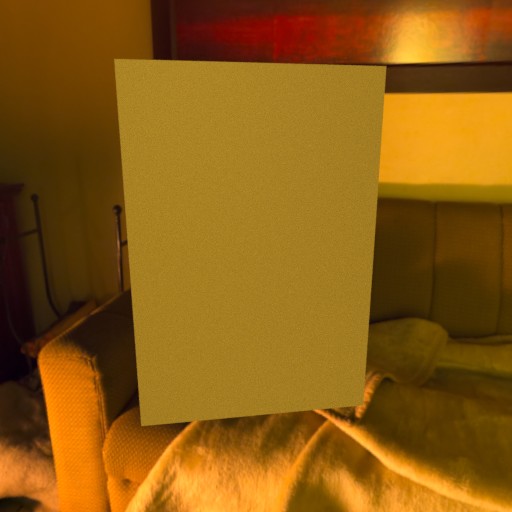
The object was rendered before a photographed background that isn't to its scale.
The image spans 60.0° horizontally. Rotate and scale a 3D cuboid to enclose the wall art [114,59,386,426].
[{"bbox_3d":[0.000,0.000,0.588,0.325,0.474,0.010,-2,15,-9],"label":"wall art"}]
